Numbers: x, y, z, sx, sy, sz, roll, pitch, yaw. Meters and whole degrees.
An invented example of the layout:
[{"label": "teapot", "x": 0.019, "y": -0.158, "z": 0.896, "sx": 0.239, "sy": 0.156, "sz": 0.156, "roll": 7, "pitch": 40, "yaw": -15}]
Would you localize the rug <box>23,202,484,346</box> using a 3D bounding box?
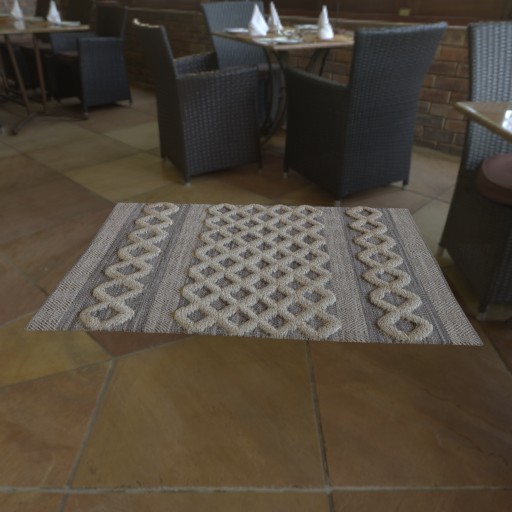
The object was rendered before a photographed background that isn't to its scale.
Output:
[{"label": "rug", "x": 0.000, "y": 0.000, "z": 2.258, "sx": 1.823, "sy": 0.030, "sz": 1.222, "roll": 1, "pitch": 32, "yaw": 2}]
